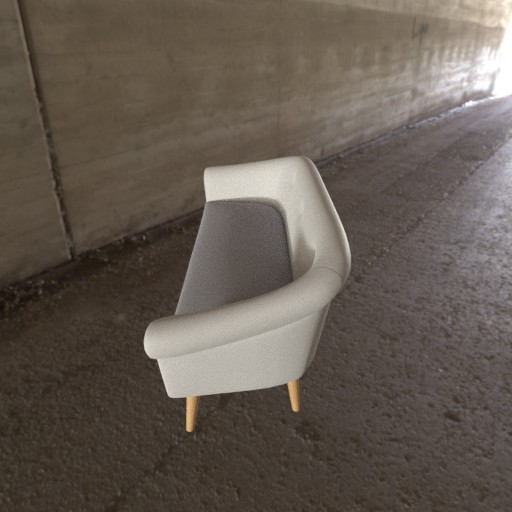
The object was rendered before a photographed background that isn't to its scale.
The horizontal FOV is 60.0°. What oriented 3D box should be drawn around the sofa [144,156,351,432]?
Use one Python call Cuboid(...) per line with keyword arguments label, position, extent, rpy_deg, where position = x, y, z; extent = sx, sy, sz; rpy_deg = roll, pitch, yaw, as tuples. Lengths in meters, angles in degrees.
Cuboid(label="sofa", position=(0.000, 0.000, 2.572), extent=(0.827, 0.795, 2.160), rpy_deg=(0, 27, 0))
